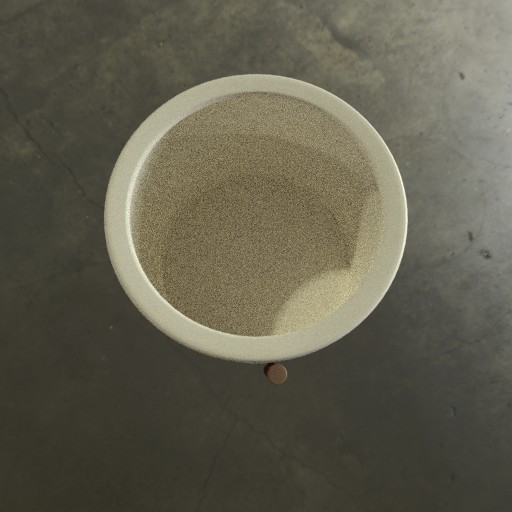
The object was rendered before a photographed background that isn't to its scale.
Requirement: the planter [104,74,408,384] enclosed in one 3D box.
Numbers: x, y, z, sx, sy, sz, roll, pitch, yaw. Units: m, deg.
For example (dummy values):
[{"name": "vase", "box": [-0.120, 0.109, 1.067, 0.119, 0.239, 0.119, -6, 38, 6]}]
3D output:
[{"name": "planter", "box": [0.000, 0.000, 0.891, 0.421, 0.581, 0.420, 38, 79, 8]}]
